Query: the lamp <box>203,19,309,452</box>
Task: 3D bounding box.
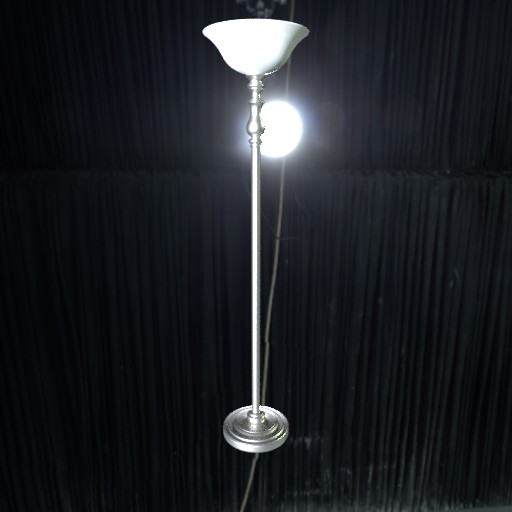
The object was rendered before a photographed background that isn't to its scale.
[{"bbox_3d":[0.000,0.000,1.926,0.405,1.771,0.405,-2,15,-9],"label":"lamp"}]
